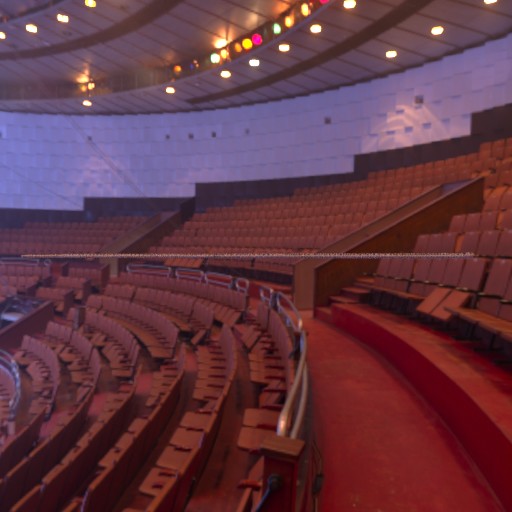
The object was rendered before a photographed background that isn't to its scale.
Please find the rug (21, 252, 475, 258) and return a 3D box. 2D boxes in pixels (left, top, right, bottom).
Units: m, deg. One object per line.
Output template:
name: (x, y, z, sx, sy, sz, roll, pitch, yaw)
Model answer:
rug: (0.000, 0.000, 2.982, 2.438, 0.034, 1.521, 0, 0, 17)
